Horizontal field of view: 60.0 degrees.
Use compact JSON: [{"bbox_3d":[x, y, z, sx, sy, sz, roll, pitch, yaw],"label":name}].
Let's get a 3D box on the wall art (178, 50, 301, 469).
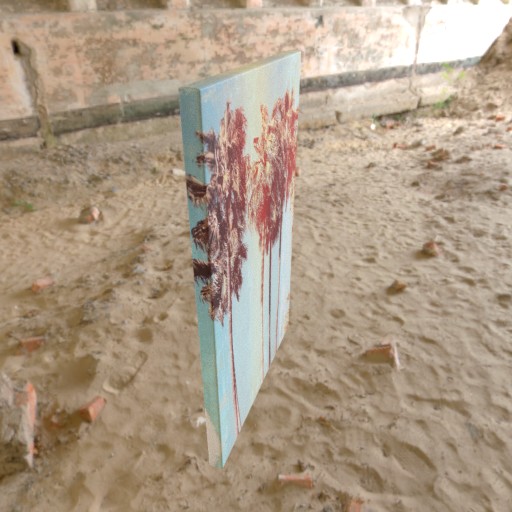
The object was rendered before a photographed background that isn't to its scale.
[{"bbox_3d":[0.000,0.000,1.143,0.037,0.915,0.605,10,32,17],"label":"wall art"}]
